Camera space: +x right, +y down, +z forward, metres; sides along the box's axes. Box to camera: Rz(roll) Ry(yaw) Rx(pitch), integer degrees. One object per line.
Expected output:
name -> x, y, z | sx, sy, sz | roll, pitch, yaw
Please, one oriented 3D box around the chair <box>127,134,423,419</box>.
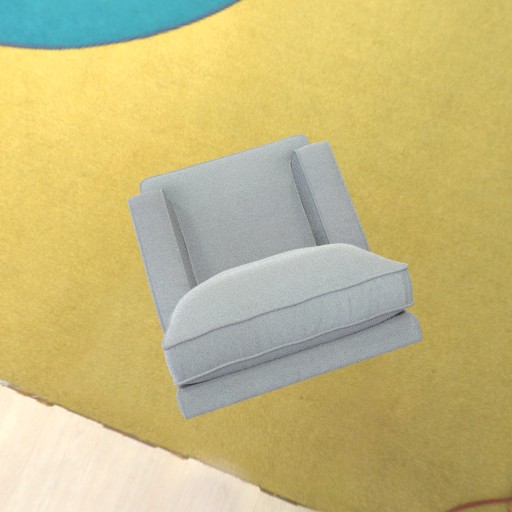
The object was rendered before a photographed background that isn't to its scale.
chair -> 0.000, 0.000, 1.743 | 0.861, 0.964, 0.969 | -17, 76, -4
